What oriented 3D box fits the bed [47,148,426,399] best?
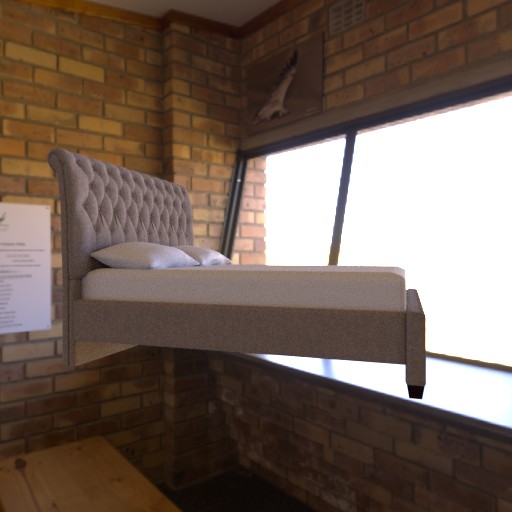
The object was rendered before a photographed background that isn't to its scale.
[{"bbox_3d":[0.000,0.000,3.225,2.252,1.371,1.645,0,0,19],"label":"bed"}]
